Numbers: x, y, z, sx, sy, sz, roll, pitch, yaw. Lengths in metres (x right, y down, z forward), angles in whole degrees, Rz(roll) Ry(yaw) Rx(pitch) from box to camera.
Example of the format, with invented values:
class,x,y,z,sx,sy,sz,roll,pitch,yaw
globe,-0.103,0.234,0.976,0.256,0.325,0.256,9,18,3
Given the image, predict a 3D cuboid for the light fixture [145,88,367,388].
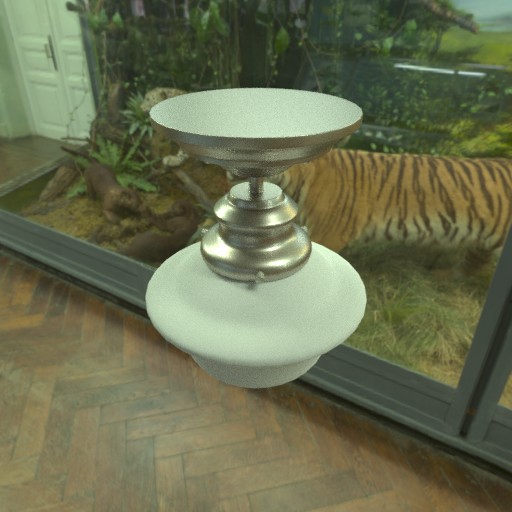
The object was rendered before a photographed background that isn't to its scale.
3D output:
class,x,y,z,sx,sy,sz,roll,pitch,yaw
light fixture,0.000,0.000,0.390,0.199,0.254,0.199,0,31,0
